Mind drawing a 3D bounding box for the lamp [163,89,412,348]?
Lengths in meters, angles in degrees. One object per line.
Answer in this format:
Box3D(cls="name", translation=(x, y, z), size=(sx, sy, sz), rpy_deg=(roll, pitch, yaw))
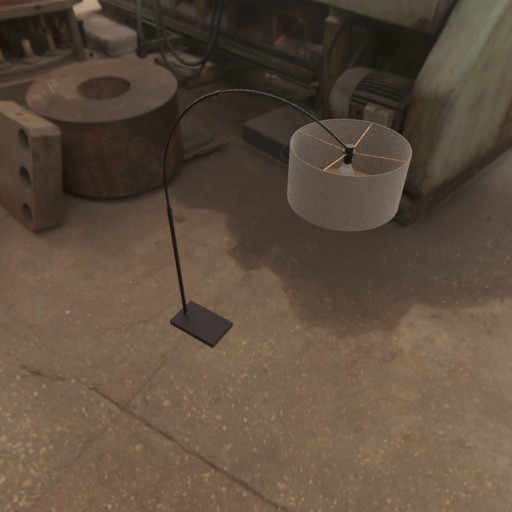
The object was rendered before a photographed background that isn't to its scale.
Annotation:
Box3D(cls="lamp", translation=(0.000, 0.000, 2.577), size=(1.424, 1.927, 0.493), rpy_deg=(24, 47, 24))
